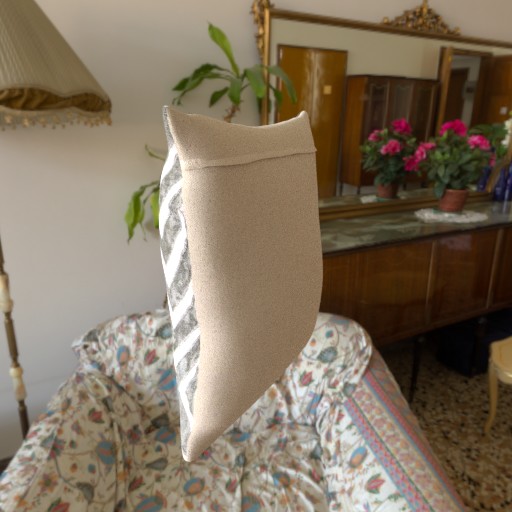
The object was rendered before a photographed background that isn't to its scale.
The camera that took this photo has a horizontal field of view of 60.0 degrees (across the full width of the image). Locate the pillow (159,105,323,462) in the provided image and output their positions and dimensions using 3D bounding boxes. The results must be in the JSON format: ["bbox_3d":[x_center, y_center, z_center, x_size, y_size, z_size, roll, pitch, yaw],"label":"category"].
[{"bbox_3d":[0.000,0.000,0.689,0.182,0.441,0.440,8,18,24],"label":"pillow"}]
